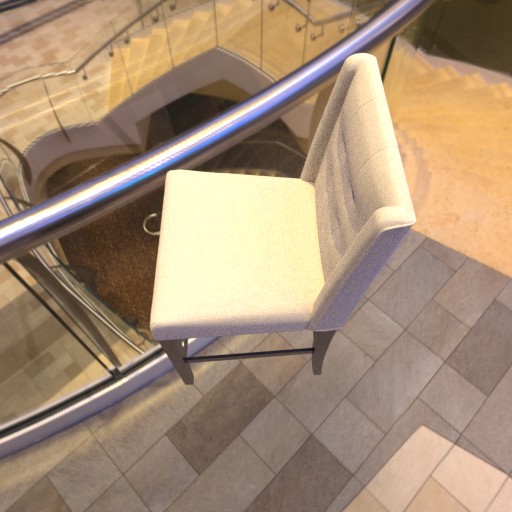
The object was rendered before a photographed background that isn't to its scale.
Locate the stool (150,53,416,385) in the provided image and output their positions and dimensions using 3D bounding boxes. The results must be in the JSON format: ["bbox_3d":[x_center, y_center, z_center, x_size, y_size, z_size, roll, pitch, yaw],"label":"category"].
[{"bbox_3d":[0.000,0.000,1.206,0.509,0.939,0.474,-1,59,-1],"label":"stool"}]
